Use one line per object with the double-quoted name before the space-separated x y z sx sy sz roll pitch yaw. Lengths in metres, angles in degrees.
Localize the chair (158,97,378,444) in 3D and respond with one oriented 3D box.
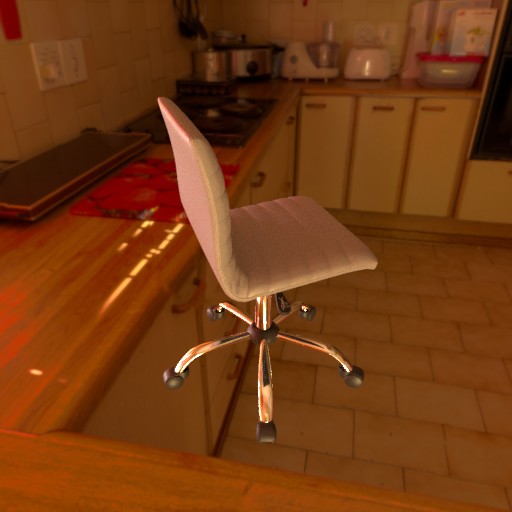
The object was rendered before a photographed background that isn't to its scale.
"chair" 0.000 0.000 1.135 0.542 0.750 0.569 -9 31 -16
